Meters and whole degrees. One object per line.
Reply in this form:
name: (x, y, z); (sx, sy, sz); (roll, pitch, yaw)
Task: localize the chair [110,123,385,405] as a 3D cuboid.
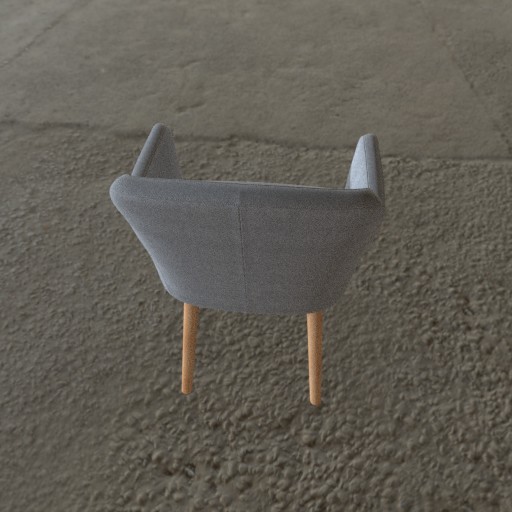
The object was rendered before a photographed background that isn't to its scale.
chair: (0.000, 0.000, 1.144); (0.570, 0.780, 0.540); (4, 45, 4)
